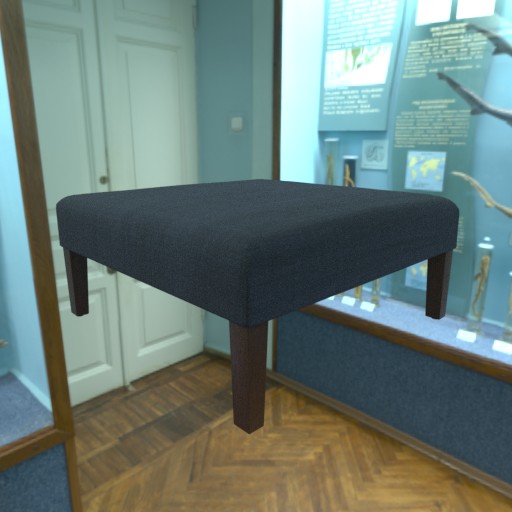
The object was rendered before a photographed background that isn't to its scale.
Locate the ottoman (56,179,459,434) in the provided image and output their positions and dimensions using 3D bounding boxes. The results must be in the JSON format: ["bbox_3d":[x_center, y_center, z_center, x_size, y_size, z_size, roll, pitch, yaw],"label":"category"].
[{"bbox_3d":[0.000,0.000,1.399,0.890,0.411,0.889,-14,20,-42],"label":"ottoman"}]
